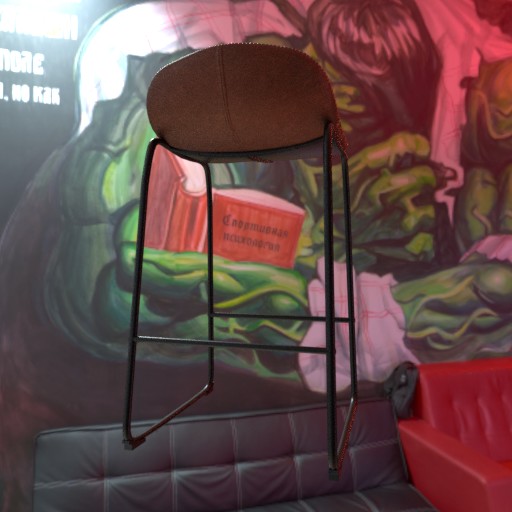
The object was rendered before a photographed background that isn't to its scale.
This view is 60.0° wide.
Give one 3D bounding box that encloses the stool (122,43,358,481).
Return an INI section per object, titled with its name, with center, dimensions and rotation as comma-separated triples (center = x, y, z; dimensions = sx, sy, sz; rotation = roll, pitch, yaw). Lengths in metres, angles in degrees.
[stool]
center = 0.000, 0.000, 1.087
dimensions = 0.454, 0.830, 0.473
rotation = 0, 0, 17
